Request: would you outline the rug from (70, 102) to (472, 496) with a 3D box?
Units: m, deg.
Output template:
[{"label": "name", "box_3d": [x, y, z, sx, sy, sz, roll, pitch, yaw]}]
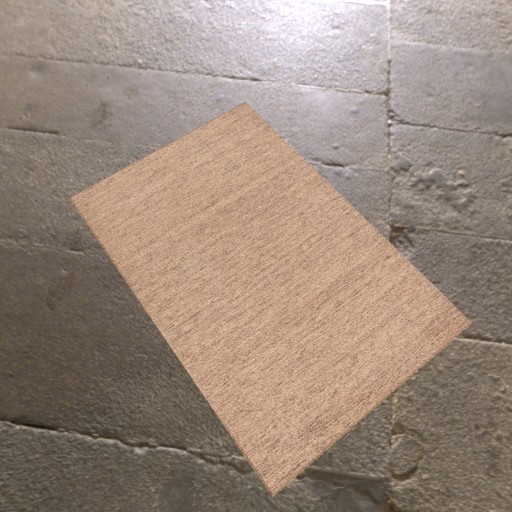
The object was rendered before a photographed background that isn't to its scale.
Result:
[{"label": "rug", "box_3d": [0.000, 0.000, 2.310, 1.225, 0.013, 1.840, -34, 68, -16]}]
